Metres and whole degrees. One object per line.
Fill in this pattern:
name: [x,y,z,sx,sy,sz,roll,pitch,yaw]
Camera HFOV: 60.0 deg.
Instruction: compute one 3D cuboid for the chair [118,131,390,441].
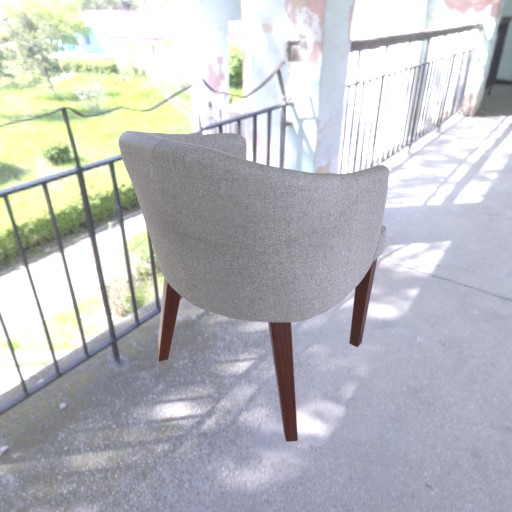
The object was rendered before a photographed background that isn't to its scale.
chair: [0.000,0.000,1.279,0.583,0.811,0.655,21,37,32]
